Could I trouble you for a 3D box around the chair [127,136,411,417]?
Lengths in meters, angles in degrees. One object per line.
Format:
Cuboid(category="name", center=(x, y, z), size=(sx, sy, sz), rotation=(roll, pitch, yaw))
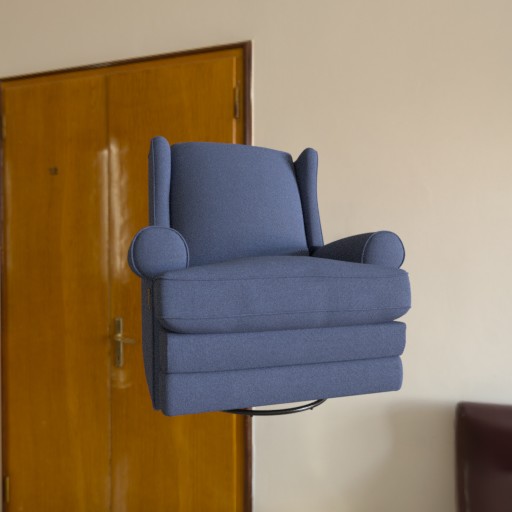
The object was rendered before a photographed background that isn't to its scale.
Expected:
Cuboid(category="chair", center=(0.000, 0.000, 1.730), size=(0.971, 1.020, 0.877), rotation=(0, 1, -18))
